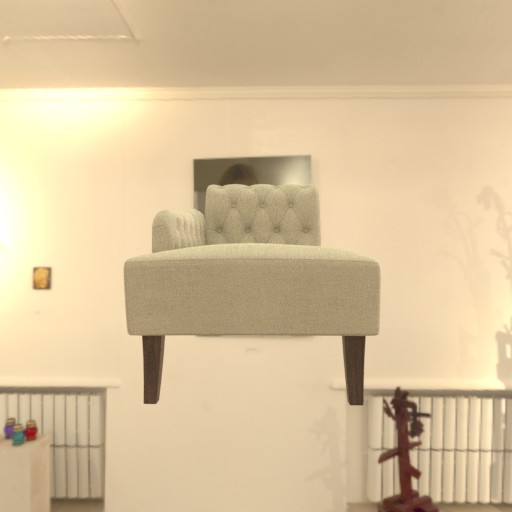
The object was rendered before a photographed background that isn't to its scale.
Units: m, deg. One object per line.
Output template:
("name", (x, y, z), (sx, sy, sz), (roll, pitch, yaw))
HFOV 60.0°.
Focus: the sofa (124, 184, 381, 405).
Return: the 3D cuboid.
("sofa", (0.000, 0.000, 1.821), (0.675, 0.787, 1.379), (0, 0, 1))
